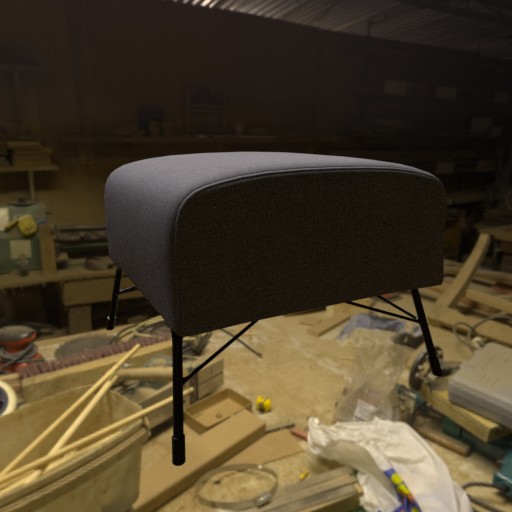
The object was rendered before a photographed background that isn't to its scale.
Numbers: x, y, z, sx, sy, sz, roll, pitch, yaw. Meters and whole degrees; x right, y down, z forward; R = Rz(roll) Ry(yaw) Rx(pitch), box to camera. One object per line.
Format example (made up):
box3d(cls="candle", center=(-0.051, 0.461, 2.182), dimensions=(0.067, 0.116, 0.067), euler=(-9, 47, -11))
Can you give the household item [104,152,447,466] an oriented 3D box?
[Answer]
box3d(cls="household item", center=(0.000, 0.000, 0.897), dimensions=(0.530, 0.410, 0.530), euler=(-7, 16, -27))
